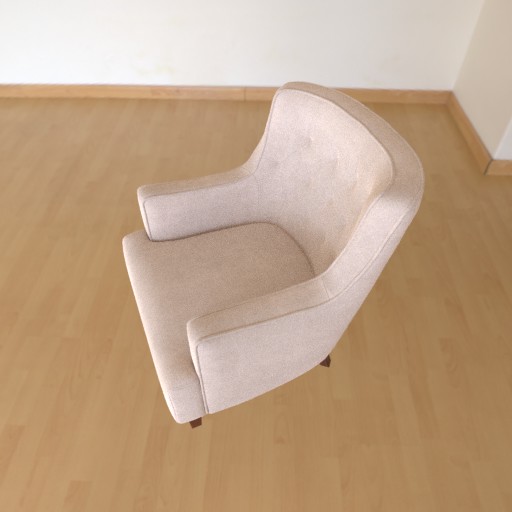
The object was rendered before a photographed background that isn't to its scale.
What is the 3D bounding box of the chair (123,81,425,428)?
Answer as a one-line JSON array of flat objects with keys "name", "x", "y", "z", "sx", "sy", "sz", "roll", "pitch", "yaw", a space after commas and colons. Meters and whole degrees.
[{"name": "chair", "x": 0.000, "y": 0.000, "z": 1.635, "sx": 0.910, "sy": 0.920, "sz": 0.781, "roll": -17, "pitch": 49, "yaw": -15}]
